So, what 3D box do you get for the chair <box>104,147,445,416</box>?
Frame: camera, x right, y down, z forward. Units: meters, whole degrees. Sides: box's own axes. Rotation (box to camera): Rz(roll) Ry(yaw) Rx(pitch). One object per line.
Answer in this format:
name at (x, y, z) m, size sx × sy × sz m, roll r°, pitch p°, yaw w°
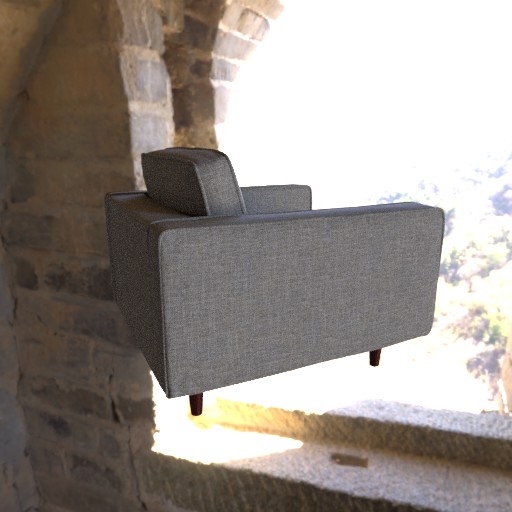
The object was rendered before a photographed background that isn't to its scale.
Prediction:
chair at (0.000, 0.000, 1.598) m, size 0.914 × 0.765 × 0.889 m, roll -7°, pitch 16°, yaw -25°
